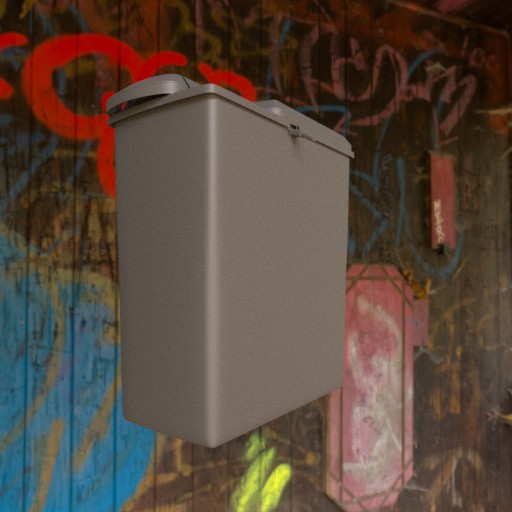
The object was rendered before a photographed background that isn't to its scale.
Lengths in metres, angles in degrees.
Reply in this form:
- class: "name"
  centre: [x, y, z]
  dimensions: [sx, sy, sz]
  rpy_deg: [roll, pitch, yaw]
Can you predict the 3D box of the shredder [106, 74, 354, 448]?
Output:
- class: "shredder"
  centre: [0.000, 0.000, 0.512]
  dimensions: [0.170, 0.335, 0.320]
  rpy_deg: [-1, -2, 37]
